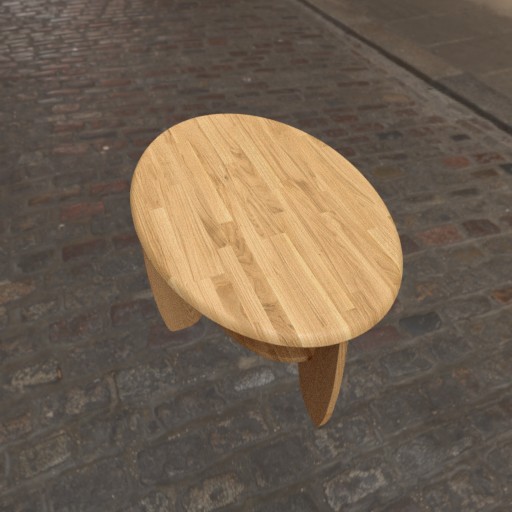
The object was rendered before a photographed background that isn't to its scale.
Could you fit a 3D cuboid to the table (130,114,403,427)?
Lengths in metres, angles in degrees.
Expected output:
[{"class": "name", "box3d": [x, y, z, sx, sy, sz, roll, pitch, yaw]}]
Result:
[{"class": "table", "box3d": [0.000, 0.000, 1.430, 0.690, 0.490, 1.040, -16, 47, -15]}]
